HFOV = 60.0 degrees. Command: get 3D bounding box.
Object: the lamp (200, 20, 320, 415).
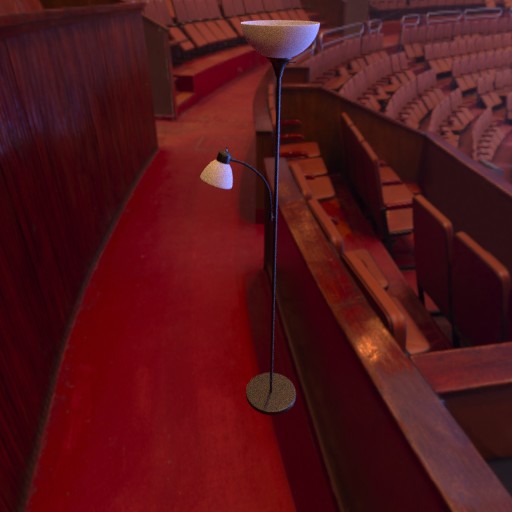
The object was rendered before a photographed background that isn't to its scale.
[{"bbox_3d":[0.000,0.000,1.938,0.442,1.804,0.279,-9,32,-15],"label":"lamp"}]
